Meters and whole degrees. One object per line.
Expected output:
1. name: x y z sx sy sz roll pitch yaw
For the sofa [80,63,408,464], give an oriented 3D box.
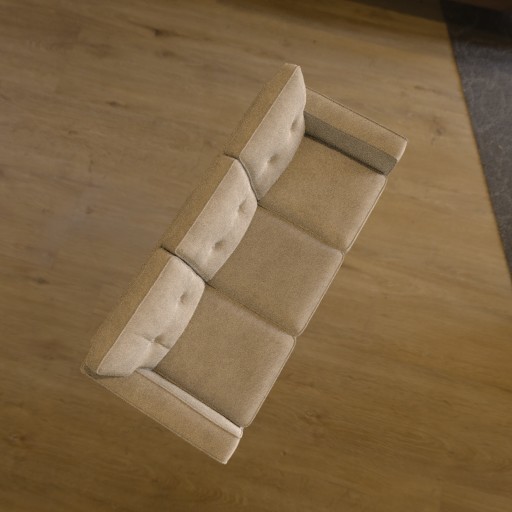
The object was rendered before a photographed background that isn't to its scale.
1. sofa: 0.000 0.000 2.670 0.939 0.965 2.133 30 78 7
